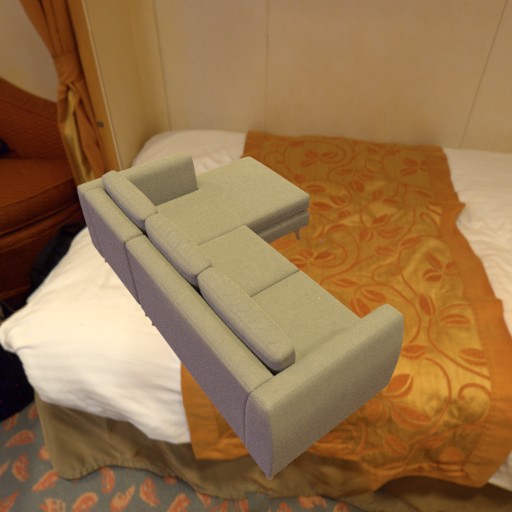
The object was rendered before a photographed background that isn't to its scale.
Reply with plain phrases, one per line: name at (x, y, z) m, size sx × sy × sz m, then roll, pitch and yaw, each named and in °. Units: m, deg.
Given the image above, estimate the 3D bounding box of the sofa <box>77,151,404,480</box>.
sofa at (0.000, 0.000, 3.045) m, size 1.580 × 0.860 × 2.300 m, roll -26°, pitch 47°, yaw -27°
